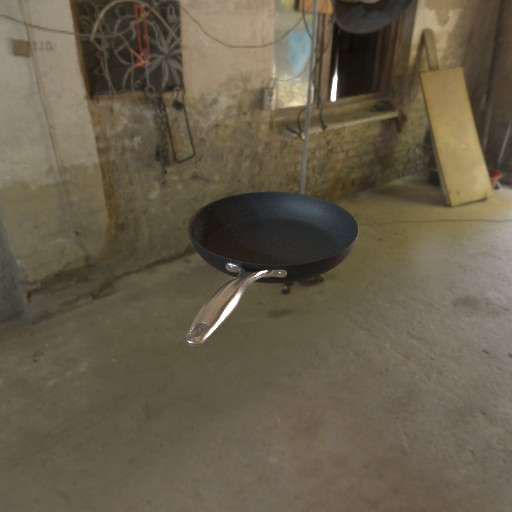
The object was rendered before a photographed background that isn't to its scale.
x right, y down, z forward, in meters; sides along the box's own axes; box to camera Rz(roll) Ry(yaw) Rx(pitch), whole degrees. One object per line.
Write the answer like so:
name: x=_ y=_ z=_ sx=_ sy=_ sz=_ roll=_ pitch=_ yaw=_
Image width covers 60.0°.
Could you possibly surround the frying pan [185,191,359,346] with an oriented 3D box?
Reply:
frying pan: x=0.000 y=0.000 z=0.580 sx=0.255 sy=0.105 sz=0.472 roll=7 pitch=30 yaw=12
